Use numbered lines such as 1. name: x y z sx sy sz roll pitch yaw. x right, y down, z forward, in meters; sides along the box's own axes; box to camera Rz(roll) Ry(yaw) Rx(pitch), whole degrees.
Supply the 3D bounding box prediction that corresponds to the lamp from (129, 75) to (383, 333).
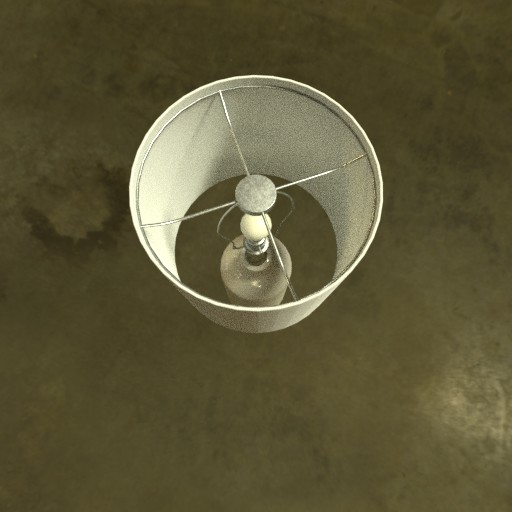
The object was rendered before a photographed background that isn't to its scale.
1. lamp: 0.000 0.000 0.583 0.207 0.461 0.207 -18 76 -5
